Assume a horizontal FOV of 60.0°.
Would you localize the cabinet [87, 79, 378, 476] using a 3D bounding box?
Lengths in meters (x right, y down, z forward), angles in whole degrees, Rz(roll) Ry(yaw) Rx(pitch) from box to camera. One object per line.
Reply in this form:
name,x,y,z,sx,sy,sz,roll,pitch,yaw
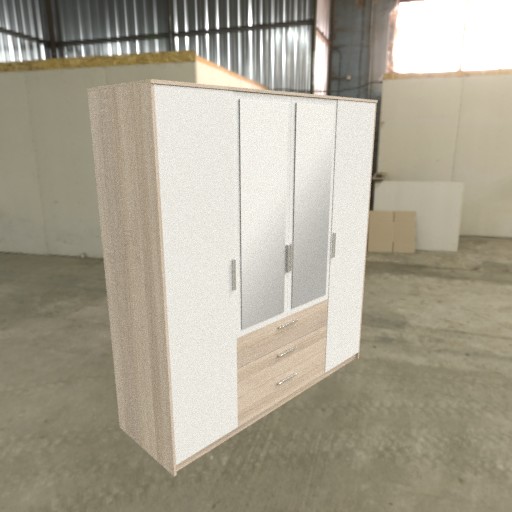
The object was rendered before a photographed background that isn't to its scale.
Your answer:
cabinet,0.000,0.000,3.014,0.620,2.060,1.870,15,22,43
